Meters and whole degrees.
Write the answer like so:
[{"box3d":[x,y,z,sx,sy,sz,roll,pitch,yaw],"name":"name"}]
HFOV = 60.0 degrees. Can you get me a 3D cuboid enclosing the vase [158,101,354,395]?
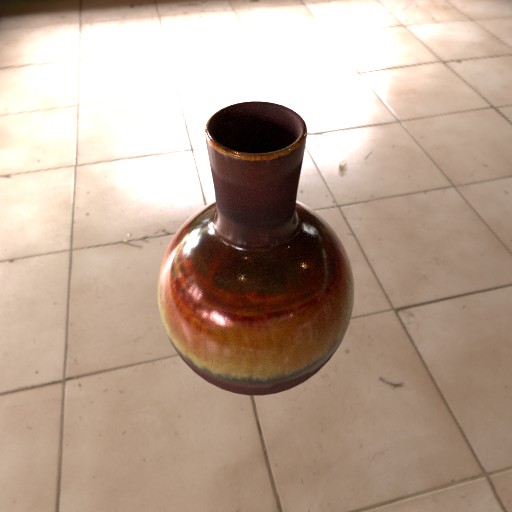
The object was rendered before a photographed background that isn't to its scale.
[{"box3d":[0.000,0.000,0.233,0.111,0.154,0.111,0,48,0],"name":"vase"}]
